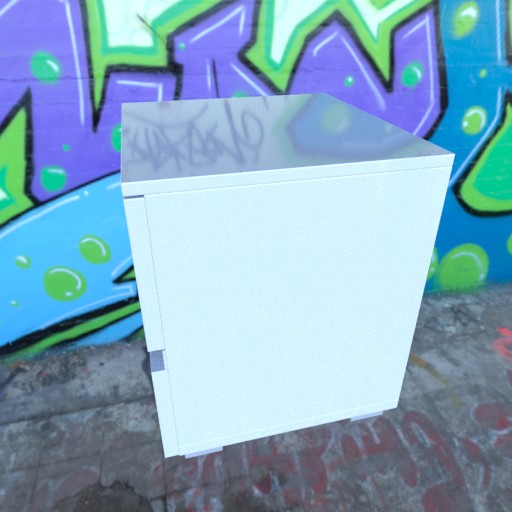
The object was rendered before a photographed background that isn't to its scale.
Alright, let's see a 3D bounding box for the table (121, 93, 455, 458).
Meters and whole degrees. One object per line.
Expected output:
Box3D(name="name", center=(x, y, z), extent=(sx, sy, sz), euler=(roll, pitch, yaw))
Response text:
Box3D(name="table", center=(0.000, 0.000, 0.798), extent=(0.400, 0.470, 0.420), euler=(-7, 31, -13))
